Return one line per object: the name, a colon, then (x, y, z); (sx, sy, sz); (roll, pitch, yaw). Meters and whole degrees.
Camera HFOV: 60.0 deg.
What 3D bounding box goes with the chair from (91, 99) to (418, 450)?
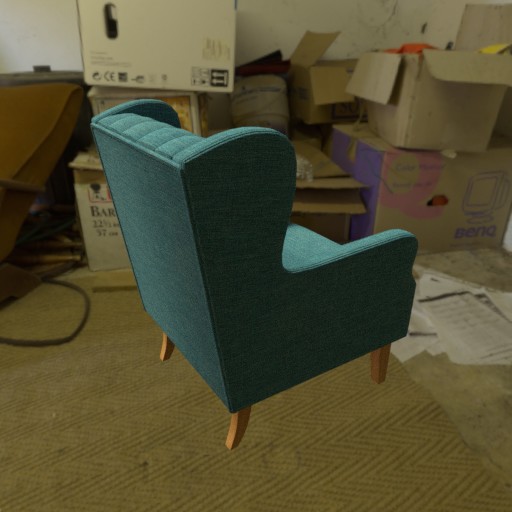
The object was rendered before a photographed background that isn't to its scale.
chair: (0.000, 0.000, 1.462); (0.775, 0.952, 0.711); (-17, 31, -30)
